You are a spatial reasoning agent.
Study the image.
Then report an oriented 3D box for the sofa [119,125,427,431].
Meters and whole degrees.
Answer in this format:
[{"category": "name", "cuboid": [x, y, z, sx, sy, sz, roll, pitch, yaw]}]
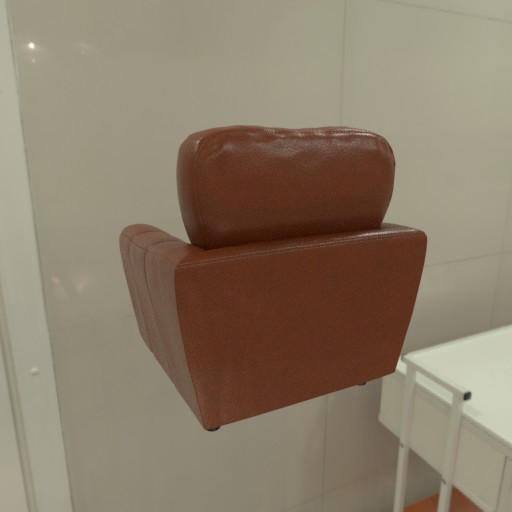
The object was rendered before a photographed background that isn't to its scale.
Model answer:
[{"category": "sofa", "cuboid": [0.000, 0.000, 1.570, 0.836, 0.876, 0.789, -7, 17, -26]}]
